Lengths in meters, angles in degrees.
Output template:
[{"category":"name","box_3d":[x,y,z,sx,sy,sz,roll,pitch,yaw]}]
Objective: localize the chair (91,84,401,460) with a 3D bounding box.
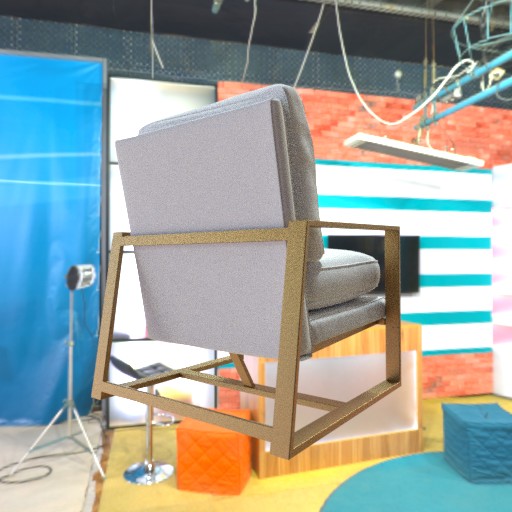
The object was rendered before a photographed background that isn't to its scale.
[{"category":"chair","box_3d":[0.000,0.000,1.603,0.805,0.966,0.813,-1,-1,37]}]
